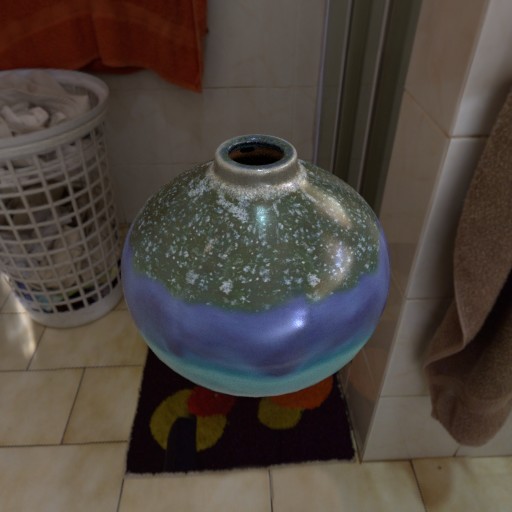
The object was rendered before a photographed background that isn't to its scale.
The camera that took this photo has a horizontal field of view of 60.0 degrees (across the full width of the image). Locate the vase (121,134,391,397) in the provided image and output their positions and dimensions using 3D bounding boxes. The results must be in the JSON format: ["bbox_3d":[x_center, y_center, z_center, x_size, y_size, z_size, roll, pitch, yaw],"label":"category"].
[{"bbox_3d":[0.000,0.000,0.258,0.154,0.133,0.154,0,40,0],"label":"vase"}]
